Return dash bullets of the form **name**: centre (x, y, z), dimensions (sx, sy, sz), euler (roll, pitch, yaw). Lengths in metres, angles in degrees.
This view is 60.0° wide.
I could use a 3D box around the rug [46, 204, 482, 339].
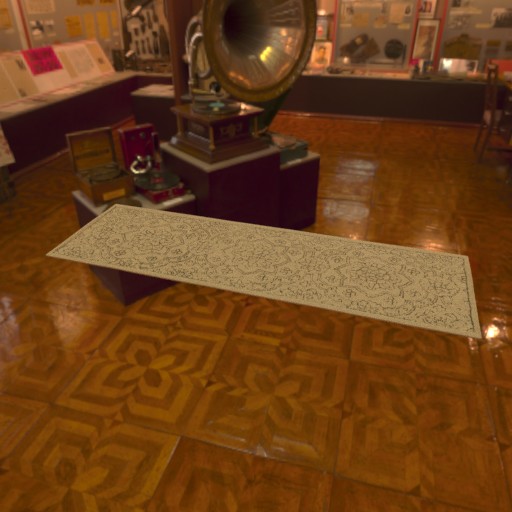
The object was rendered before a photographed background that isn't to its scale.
- **rug**: centre (0.000, 0.000, 2.681), dimensions (2.448, 0.012, 0.769), euler (10, 33, 15)
